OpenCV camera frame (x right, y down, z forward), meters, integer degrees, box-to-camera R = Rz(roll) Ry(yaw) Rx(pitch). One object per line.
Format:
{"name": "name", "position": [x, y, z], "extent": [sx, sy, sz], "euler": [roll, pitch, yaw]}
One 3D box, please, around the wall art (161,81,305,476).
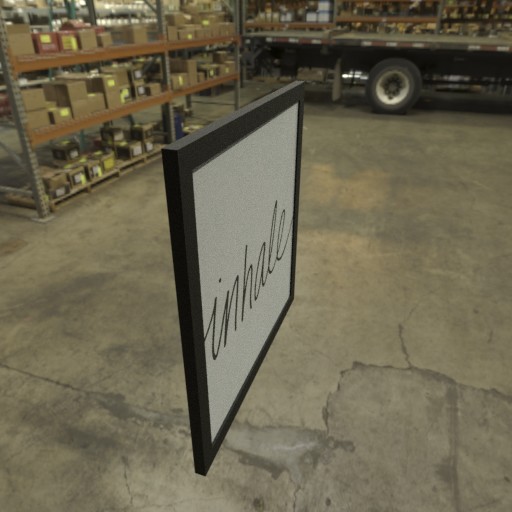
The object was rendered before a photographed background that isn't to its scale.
{"name": "wall art", "position": [0.000, 0.000, 0.539], "extent": [0.013, 0.356, 0.356], "euler": [10, 31, 17]}
